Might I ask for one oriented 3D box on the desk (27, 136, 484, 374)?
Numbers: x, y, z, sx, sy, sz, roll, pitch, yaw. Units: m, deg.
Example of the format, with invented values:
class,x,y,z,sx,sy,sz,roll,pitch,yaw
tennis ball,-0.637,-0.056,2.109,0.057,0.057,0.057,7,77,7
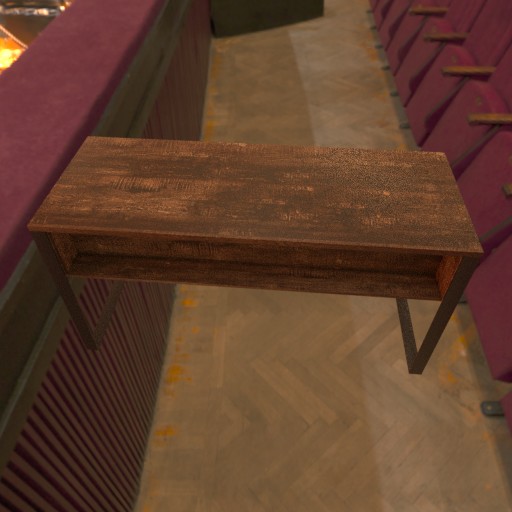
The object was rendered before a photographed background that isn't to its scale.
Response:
class,x,y,z,sx,sy,sz,roll,pitch,yaw
desk,0.000,0.000,1.953,1.524,0.762,0.599,3,45,3
